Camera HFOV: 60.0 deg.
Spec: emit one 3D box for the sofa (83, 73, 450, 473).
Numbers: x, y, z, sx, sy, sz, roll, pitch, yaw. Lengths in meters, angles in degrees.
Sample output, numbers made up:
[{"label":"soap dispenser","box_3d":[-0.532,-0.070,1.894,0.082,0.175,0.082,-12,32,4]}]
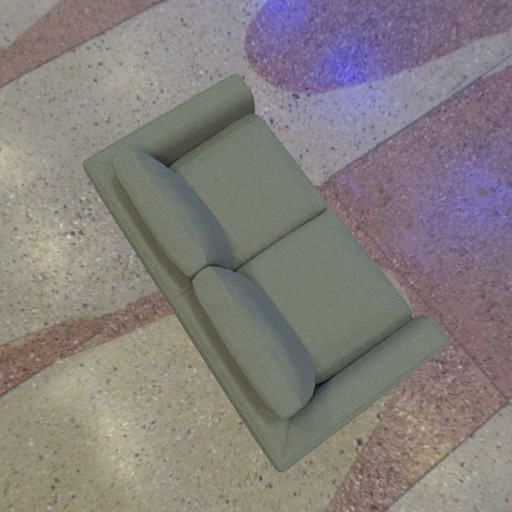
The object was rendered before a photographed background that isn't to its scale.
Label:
[{"label":"sofa","box_3d":[0.000,0.000,2.437,1.069,0.800,1.920,-33,77,-9]}]
